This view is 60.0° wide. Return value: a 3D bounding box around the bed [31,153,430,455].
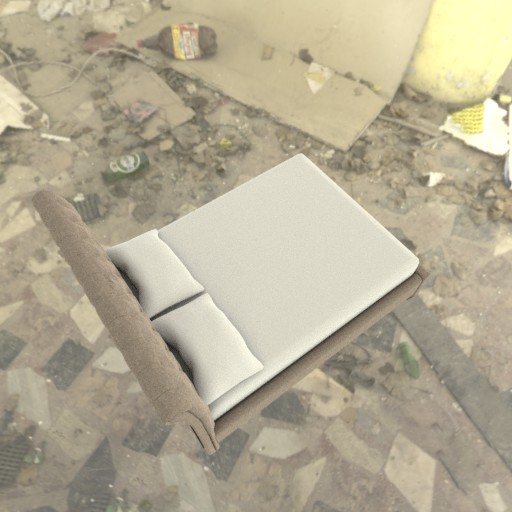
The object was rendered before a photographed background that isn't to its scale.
[{"bbox_3d":[0.000,0.000,3.270,2.252,1.371,1.645,-32,63,-19],"label":"bed"}]
